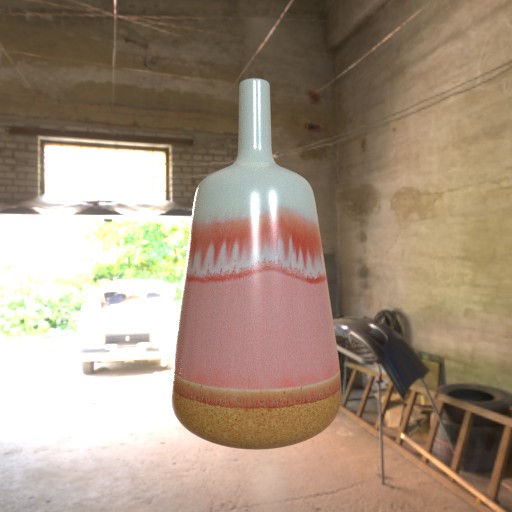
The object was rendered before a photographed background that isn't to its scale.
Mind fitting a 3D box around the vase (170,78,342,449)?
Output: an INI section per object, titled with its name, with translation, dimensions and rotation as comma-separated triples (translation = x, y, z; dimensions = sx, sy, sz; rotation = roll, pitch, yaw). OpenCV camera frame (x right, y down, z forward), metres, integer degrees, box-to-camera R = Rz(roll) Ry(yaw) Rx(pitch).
[vase]
translation = 0.000, 0.000, 0.381
dimensions = 0.144, 0.296, 0.144
rotation = 0, 0, 0
